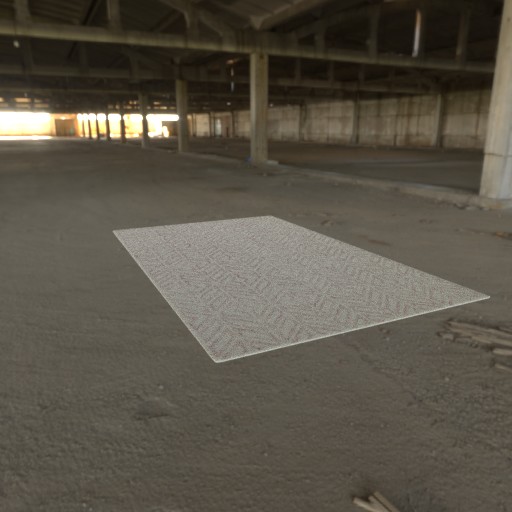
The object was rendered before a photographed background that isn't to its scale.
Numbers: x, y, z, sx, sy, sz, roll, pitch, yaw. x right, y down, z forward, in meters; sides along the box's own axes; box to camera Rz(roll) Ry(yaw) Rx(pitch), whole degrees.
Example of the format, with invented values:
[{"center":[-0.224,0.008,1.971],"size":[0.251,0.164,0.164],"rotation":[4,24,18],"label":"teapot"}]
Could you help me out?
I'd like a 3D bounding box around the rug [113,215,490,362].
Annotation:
[{"center":[0.000,0.000,3.022],"size":[1.523,0.008,2.438],"rotation":[-8,18,-25],"label":"rug"}]
